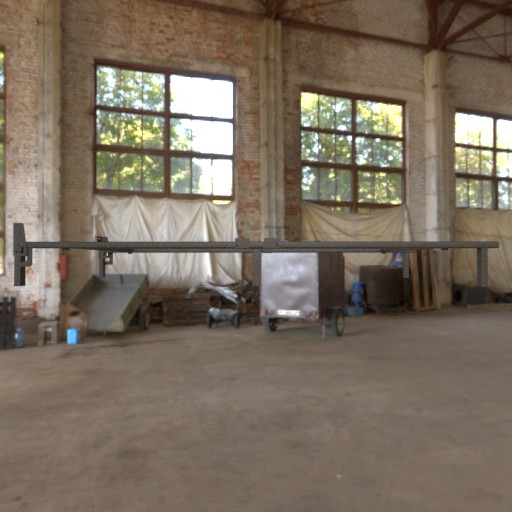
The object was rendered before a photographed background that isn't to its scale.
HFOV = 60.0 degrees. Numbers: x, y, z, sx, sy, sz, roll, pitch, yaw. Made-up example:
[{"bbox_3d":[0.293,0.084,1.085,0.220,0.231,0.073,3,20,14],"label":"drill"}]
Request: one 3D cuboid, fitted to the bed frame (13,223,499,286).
[{"bbox_3d":[0.000,0.000,2.206,1.897,0.248,0.968,0,-1,1],"label":"bed frame"}]
